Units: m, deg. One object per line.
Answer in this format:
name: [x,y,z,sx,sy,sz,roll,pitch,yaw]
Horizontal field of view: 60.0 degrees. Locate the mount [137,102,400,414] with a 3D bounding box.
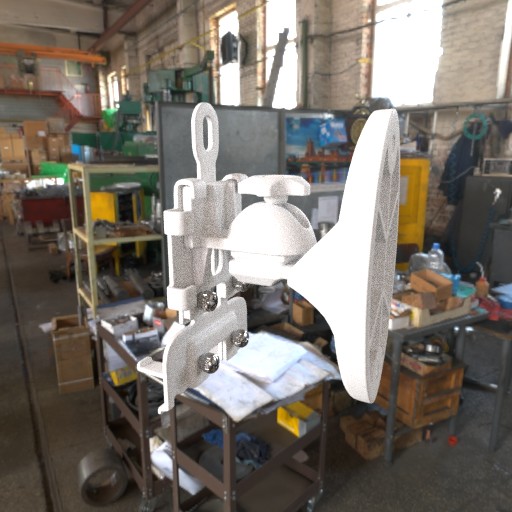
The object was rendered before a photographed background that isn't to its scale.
mount: [0.000,0.000,0.177,0.100,0.118,0.066,7,15,25]
